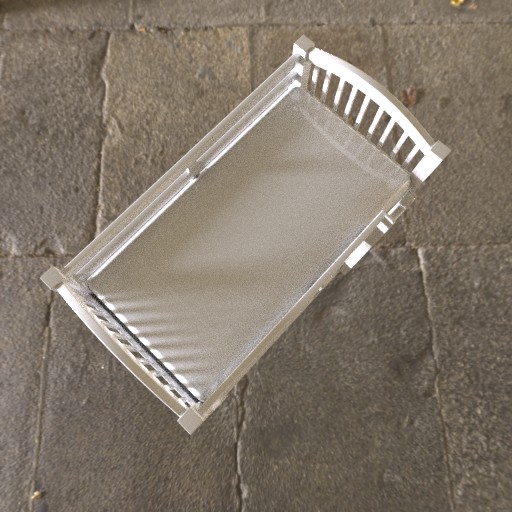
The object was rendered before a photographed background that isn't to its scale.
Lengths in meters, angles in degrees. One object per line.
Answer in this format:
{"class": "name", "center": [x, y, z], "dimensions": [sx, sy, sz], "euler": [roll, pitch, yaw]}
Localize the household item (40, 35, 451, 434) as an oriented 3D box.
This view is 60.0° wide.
{"class": "household item", "center": [0.000, 0.000, 3.256], "dimensions": [1.143, 2.032, 2.032], "euler": [42, 80, 10]}
